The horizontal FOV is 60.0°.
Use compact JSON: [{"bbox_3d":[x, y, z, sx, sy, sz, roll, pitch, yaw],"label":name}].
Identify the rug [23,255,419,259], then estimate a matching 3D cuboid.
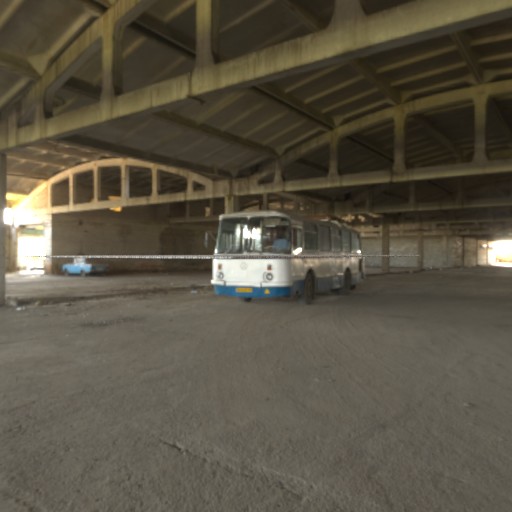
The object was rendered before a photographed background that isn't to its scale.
[{"bbox_3d":[0.000,0.000,3.089,1.549,0.010,2.464,0,0,35],"label":"rug"}]
